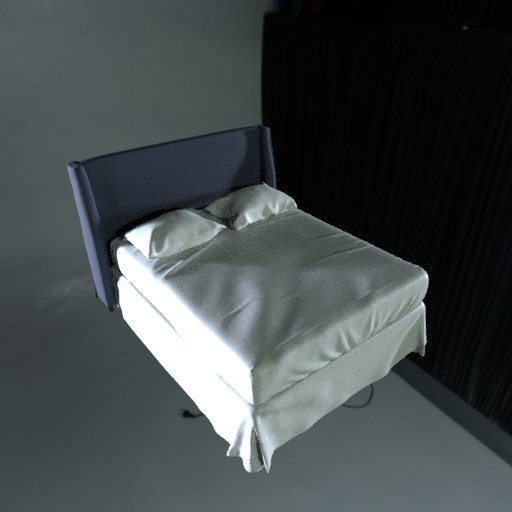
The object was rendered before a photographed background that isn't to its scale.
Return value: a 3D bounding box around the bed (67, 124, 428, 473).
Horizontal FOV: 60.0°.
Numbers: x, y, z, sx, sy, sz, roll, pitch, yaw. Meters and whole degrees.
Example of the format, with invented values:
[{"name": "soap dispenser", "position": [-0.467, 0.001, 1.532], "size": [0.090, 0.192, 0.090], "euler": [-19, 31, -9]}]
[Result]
[{"name": "bed", "position": [0.000, 0.000, 3.442], "size": [1.925, 1.332, 2.276], "euler": [-22, 37, -32]}]
